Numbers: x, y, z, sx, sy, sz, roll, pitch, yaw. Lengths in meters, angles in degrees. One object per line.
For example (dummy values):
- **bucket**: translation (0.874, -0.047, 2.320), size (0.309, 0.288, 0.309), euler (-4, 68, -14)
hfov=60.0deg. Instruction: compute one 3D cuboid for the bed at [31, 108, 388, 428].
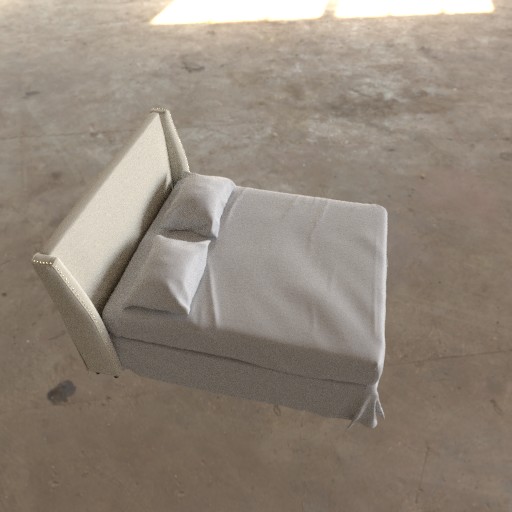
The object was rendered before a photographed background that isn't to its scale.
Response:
- **bed**: translation (0.000, 0.000, 3.485), size (2.276, 1.332, 1.925), euler (9, 47, 9)
